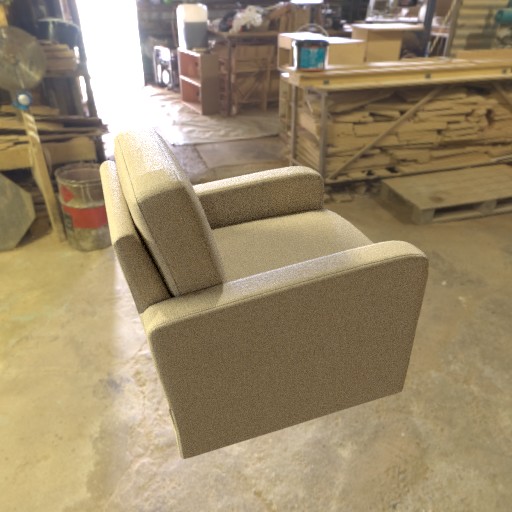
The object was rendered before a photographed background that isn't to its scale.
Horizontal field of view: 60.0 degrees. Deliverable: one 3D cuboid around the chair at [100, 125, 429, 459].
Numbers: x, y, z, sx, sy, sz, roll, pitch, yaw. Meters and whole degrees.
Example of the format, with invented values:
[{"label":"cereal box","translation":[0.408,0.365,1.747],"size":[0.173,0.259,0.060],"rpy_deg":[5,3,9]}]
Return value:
[{"label":"chair","translation":[0.000,0.000,1.495],"size":[0.888,0.827,0.755],"rpy_deg":[-11,33,-17]}]
